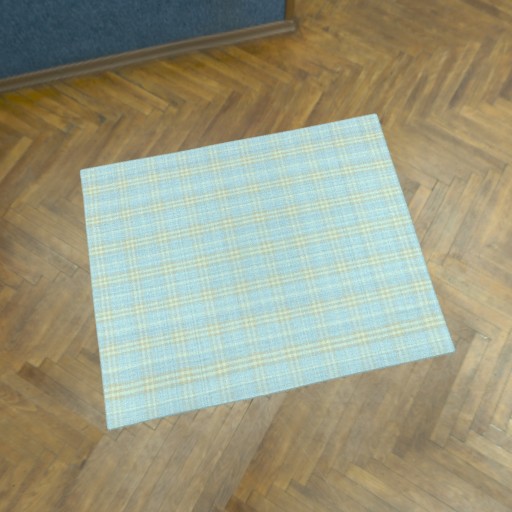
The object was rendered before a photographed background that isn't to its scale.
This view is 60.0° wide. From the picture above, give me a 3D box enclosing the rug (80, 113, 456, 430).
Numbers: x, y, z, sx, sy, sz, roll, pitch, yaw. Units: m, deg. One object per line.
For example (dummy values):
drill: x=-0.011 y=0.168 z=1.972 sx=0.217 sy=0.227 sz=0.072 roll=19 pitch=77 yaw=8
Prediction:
rug: x=0.000 y=0.000 z=4.128 sx=3.066 sy=0.030 sz=2.462 roll=-12 pitch=74 yaw=-3
